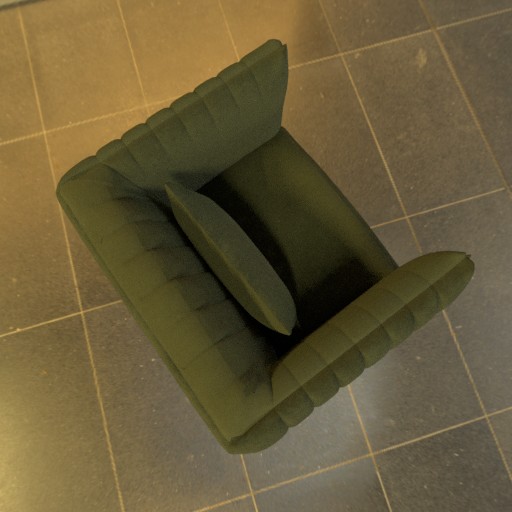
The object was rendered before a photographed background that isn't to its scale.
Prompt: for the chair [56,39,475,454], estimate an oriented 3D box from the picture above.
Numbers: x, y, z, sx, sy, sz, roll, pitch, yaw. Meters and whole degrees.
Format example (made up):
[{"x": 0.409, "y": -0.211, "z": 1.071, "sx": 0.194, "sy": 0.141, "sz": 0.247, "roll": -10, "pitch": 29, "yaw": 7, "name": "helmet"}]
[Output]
[{"x": 0.000, "y": 0.000, "z": 1.618, "sx": 0.877, "sy": 0.794, "sz": 1.032, "roll": -36, "pitch": 79, "yaw": -8, "name": "chair"}]
